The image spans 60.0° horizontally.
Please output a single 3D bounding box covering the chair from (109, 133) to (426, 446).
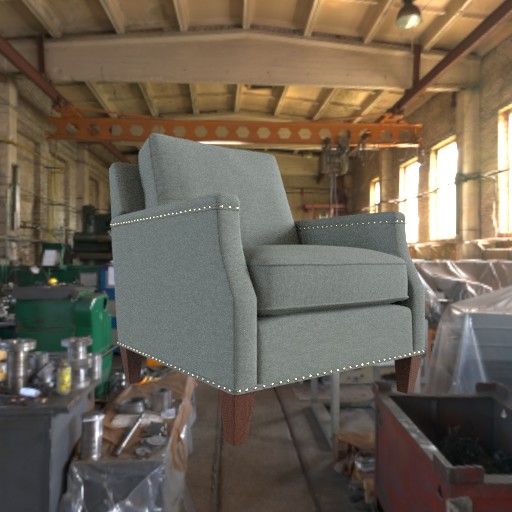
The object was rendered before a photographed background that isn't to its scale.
[{"bbox_3d":[0.000,0.000,1.797,0.885,1.031,1.031,0,-1,-37],"label":"chair"}]
